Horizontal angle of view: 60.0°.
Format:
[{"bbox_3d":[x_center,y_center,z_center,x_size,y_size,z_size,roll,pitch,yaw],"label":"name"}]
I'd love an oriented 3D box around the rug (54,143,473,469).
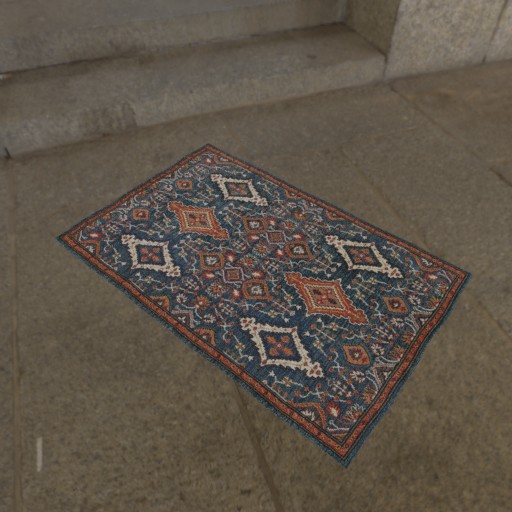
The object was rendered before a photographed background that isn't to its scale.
[{"bbox_3d":[0.000,0.000,4.182,3.371,0.008,2.190,31,55,26],"label":"rug"}]
